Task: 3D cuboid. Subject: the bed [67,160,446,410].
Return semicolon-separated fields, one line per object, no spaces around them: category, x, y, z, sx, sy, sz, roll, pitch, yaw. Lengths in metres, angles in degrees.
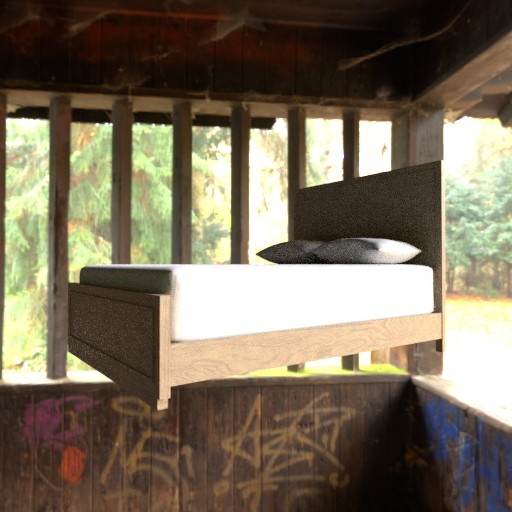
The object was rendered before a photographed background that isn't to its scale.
bed;0.000;0.000;3.184;2.189;1.369;1.606;1;-1;-36
